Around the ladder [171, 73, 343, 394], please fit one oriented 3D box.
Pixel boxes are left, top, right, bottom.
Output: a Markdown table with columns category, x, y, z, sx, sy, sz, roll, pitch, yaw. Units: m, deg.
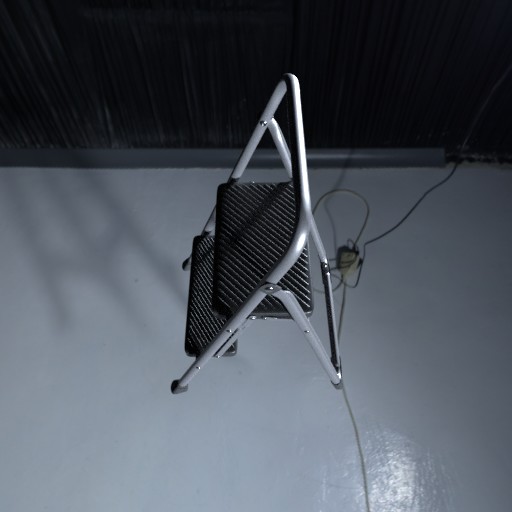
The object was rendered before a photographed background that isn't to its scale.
| category | x | y | z | sx | sy | sz | roll | pitch | yaw |
| --- | --- | --- | --- | --- | --- | --- | --- | --- | --- |
| ladder | 0.000 | 0.000 | 1.020 | 0.472 | 0.720 | 0.430 | 0 | 57 | 0 |
